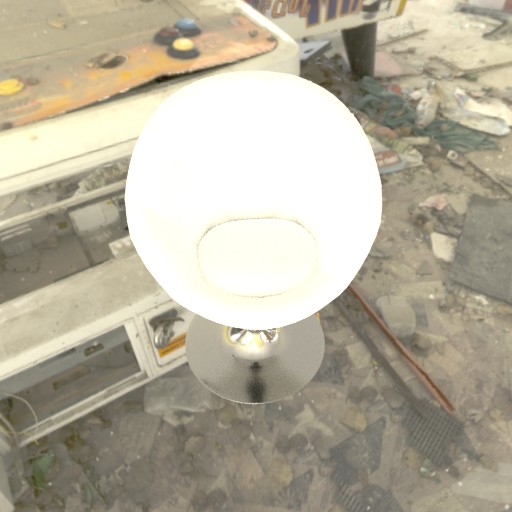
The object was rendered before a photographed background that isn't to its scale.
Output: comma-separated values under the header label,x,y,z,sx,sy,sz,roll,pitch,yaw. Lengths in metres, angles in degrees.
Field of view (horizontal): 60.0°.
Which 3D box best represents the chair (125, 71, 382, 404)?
label,x,y,z,sx,sy,sz,roll,pitch,yaw
chair,0.000,0.000,1.825,0.940,1.261,0.736,-4,47,-3
